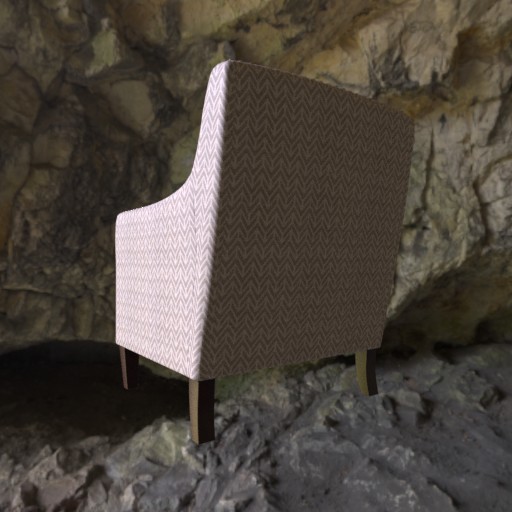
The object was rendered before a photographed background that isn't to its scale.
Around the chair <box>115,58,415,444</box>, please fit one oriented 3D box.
[{"bbox_3d":[0.000,0.000,1.297,0.623,0.816,0.651,0,0,-36],"label":"chair"}]
